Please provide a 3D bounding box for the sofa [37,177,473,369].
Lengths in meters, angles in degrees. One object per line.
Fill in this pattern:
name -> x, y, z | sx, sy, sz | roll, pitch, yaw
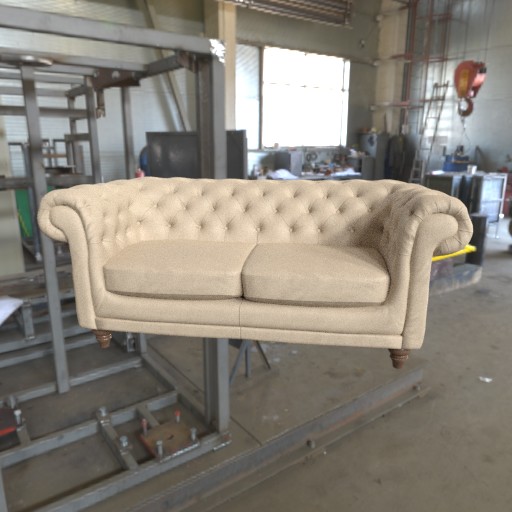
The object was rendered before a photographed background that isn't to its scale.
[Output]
sofa -> 0.000, 0.000, 2.519 | 1.988, 0.835, 1.069 | 2, 15, 8
